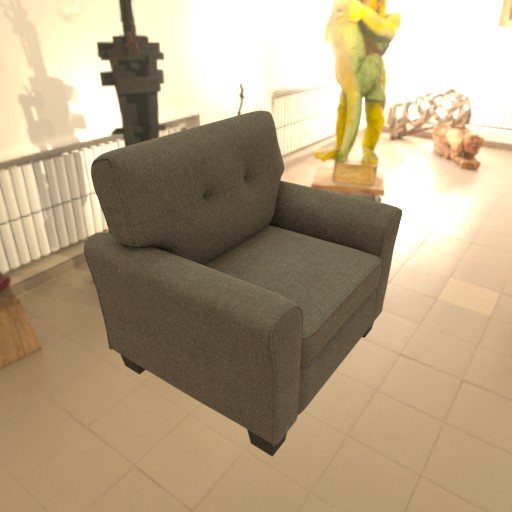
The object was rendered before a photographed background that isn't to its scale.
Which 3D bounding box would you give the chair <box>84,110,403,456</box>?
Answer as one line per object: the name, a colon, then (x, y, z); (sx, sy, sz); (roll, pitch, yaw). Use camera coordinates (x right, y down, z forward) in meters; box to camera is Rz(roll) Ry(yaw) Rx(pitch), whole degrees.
chair: (0.000, 0.000, 1.677); (0.816, 0.890, 0.941); (19, 34, 31)
